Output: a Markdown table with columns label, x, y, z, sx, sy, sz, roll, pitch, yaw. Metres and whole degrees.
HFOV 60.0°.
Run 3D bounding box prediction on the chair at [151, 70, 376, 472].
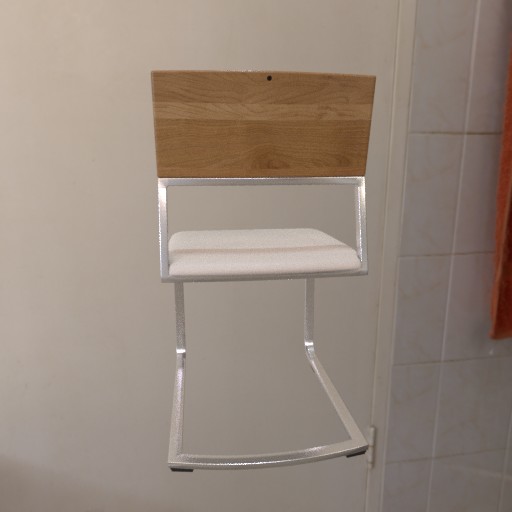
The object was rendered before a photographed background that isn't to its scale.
| label | x | y | z | sx | sy | sz | roll | pitch | yaw |
| --- | --- | --- | --- | --- | --- | --- | --- | --- | --- |
| chair | 0.000 | 0.000 | 1.163 | 0.467 | 0.844 | 0.585 | -2 | 13 | -7 |
